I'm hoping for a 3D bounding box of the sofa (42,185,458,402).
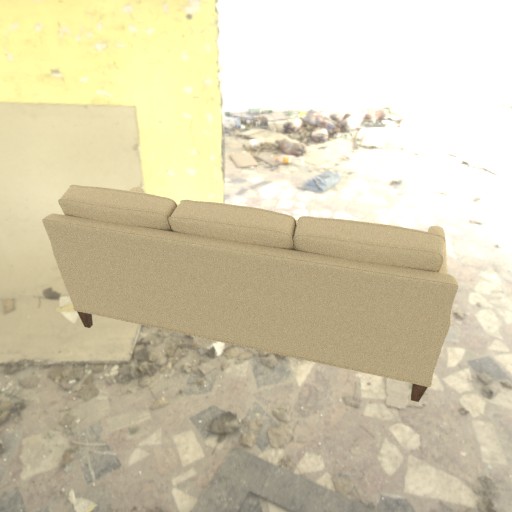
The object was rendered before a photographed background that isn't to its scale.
[{"bbox_3d":[0.000,0.000,2.792,2.246,1.003,1.084,9,33,14],"label":"sofa"}]
